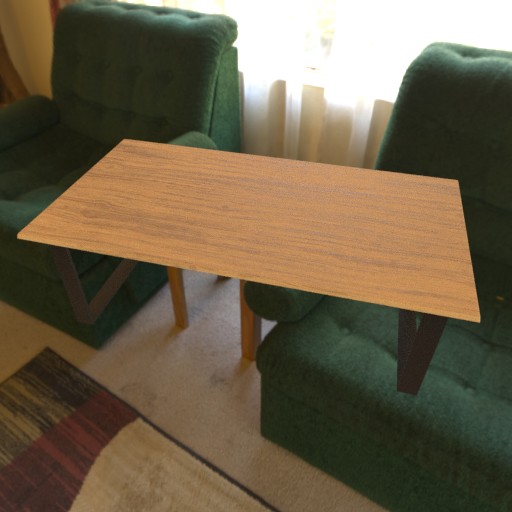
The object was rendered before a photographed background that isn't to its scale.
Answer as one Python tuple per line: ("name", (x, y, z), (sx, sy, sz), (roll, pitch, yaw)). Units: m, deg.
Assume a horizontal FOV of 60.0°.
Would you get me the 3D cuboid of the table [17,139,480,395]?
("table", (0.000, 0.000, 1.619), (1.331, 0.445, 0.693), (10, 41, 11))
